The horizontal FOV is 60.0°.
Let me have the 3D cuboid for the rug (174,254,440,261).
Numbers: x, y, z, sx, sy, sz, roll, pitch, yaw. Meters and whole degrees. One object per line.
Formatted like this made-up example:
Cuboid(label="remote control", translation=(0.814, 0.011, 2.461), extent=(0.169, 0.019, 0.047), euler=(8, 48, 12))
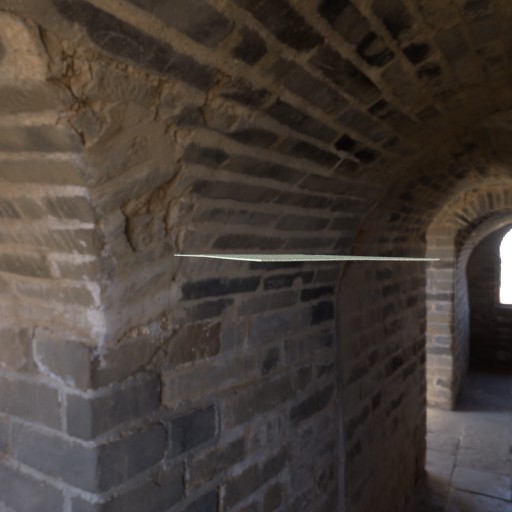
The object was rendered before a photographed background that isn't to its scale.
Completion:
Cuboid(label="rug", translation=(0.000, 0.000, 2.609), extent=(0.686, 0.013, 2.340), euler=(0, 1, -17))
